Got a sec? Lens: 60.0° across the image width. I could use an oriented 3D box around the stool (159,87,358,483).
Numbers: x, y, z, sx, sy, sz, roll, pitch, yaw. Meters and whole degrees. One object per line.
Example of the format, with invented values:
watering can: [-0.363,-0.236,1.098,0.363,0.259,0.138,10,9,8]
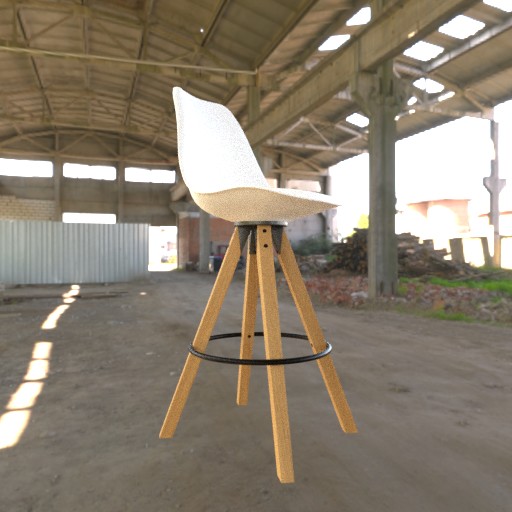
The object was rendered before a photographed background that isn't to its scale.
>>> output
stool: [0.000,0.000,1.397,0.549,1.115,0.482,0,0,37]
